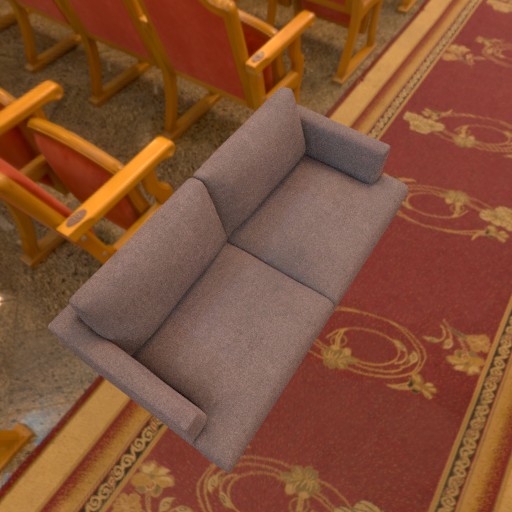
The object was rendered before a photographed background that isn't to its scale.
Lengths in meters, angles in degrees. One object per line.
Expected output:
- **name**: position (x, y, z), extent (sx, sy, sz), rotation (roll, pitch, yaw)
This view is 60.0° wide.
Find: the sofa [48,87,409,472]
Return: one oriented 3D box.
- **sofa**: position (0.000, 0.000, 2.476), extent (1.020, 0.868, 1.948), rotation (30, 63, 17)
